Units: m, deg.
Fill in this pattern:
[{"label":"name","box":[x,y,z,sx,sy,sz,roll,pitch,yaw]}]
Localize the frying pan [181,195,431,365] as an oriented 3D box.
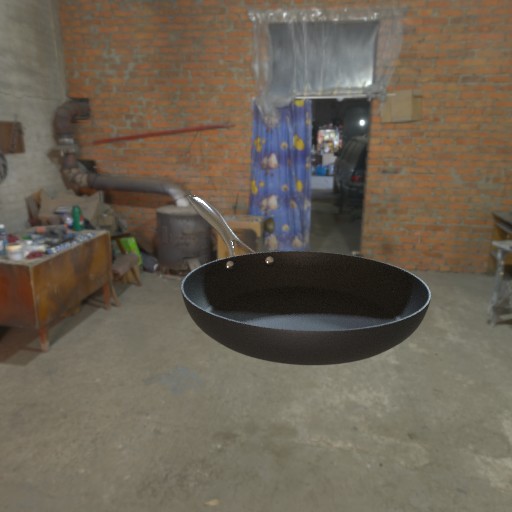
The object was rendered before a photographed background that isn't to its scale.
[{"label":"frying pan","box":[0.000,0.000,0.564,0.255,0.105,0.472,-8,17,-26]}]
